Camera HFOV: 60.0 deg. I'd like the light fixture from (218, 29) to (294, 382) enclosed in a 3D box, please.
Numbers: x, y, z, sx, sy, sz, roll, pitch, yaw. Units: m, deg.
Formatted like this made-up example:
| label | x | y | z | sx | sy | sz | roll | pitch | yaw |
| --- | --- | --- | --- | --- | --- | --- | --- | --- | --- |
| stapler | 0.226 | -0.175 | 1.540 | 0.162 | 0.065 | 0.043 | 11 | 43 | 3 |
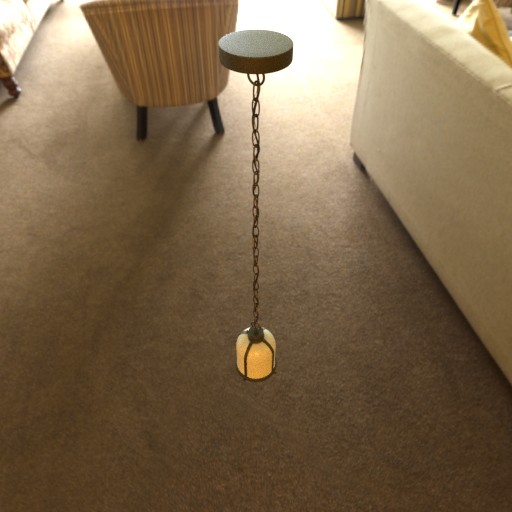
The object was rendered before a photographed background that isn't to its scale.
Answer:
| label | x | y | z | sx | sy | sz | roll | pitch | yaw |
| --- | --- | --- | --- | --- | --- | --- | --- | --- | --- |
| light fixture | 0.000 | 0.000 | 1.278 | 0.178 | 1.181 | 0.178 | 24 | 50 | 21 |
